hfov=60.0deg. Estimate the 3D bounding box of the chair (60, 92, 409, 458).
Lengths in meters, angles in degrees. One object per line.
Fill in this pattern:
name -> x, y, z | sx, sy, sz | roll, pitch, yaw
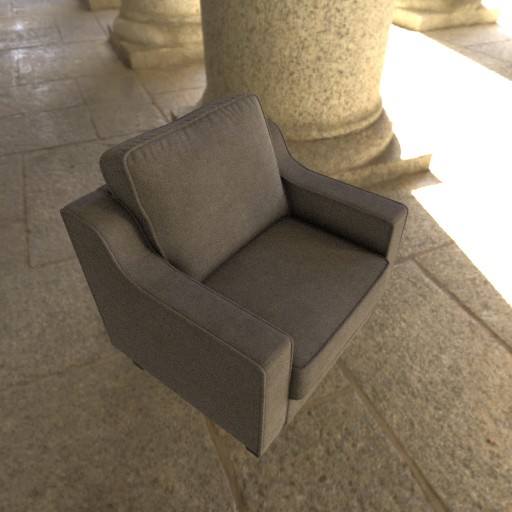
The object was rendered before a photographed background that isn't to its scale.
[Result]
chair -> 0.000, 0.000, 1.641 | 0.840, 0.944, 0.926 | 26, 47, 28
